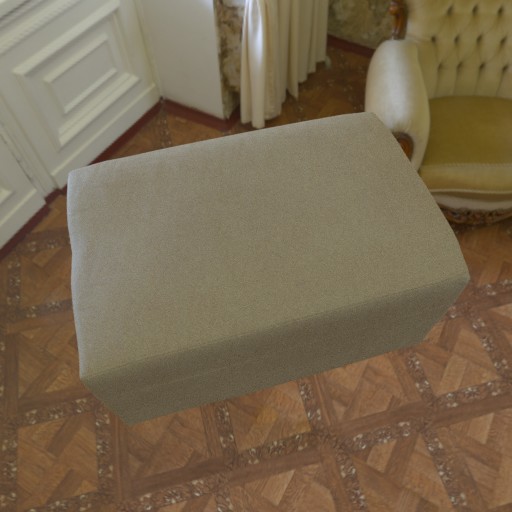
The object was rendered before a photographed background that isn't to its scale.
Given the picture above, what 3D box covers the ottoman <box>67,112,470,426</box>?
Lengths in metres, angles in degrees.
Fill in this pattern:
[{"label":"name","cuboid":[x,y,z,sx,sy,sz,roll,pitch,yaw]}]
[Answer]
[{"label":"ottoman","cuboid":[0.000,0.000,1.181,0.872,0.444,0.590,-13,59,-8]}]
